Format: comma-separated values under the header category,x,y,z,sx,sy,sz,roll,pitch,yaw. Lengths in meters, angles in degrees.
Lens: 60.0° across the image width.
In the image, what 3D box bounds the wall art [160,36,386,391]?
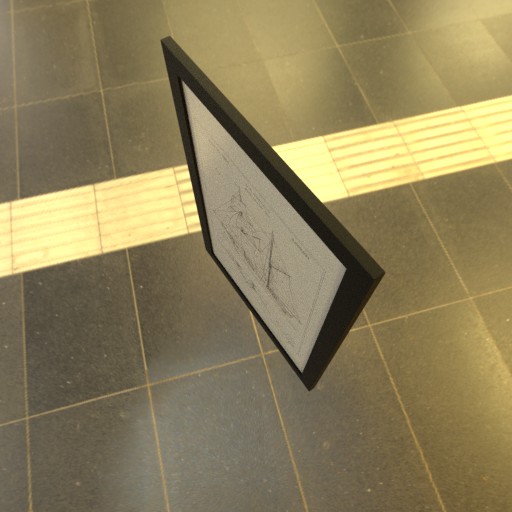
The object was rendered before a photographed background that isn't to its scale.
category,x,y,z,sx,sy,sz,roll,pitch,yaw
wall art,0.000,0.000,0.597,0.011,0.459,0.326,-32,67,-15
